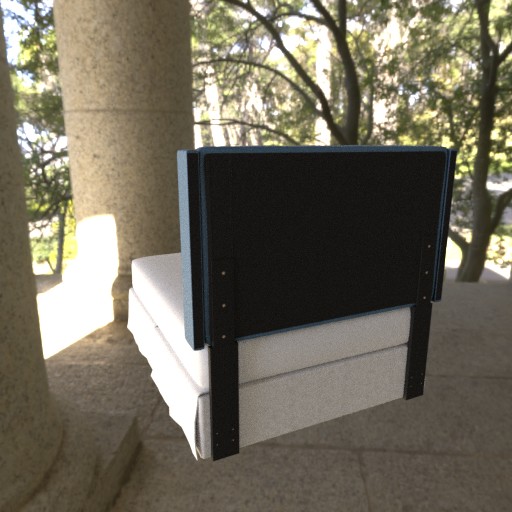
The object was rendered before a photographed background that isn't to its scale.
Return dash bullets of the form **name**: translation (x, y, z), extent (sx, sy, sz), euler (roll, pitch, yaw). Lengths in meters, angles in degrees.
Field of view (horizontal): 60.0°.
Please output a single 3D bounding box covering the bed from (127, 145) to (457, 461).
- **bed**: translation (0.000, 0.000, 3.422), extent (1.719, 1.665, 2.078), euler (-7, 16, -25)
